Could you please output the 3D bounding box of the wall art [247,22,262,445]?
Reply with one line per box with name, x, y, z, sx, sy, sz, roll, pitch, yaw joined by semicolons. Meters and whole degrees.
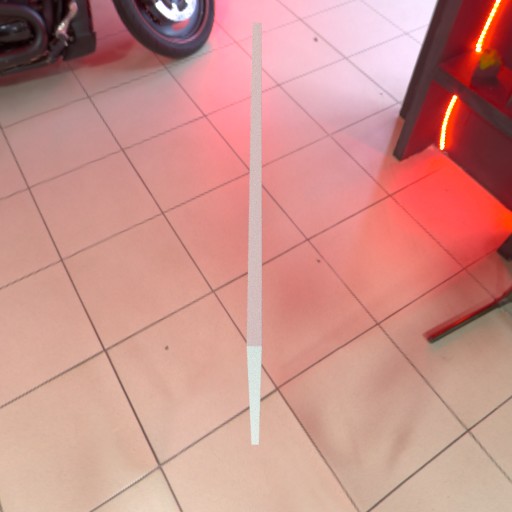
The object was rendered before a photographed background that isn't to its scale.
wall art;0.000;0.000;1.177;0.022;0.803;0.805;0;58;0
